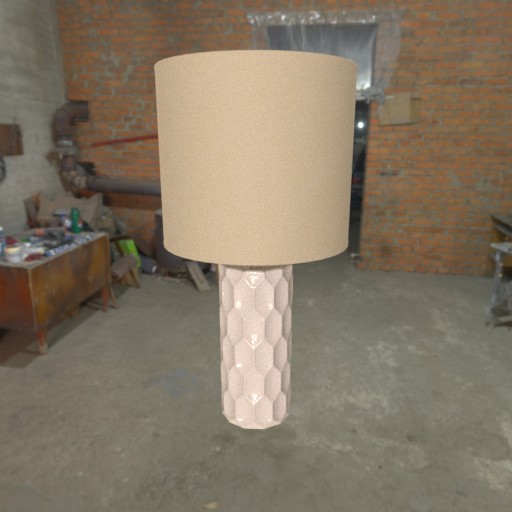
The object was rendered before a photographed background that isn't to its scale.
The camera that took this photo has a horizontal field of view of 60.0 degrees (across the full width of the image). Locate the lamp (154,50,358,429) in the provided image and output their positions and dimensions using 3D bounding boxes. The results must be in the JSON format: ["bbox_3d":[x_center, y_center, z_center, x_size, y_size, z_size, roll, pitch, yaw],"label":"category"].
[{"bbox_3d":[0.000,0.000,0.684,0.277,0.537,0.277,-7,16,-26],"label":"lamp"}]
